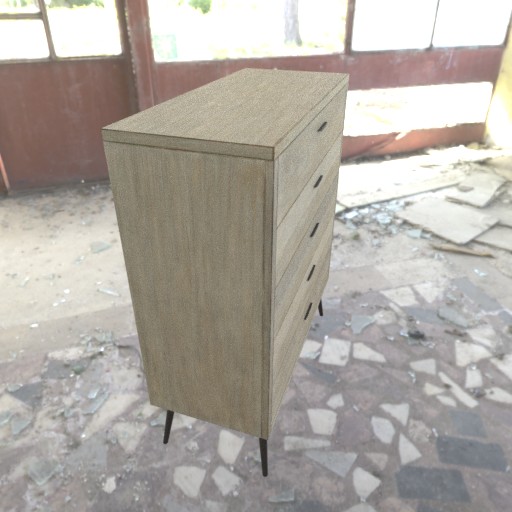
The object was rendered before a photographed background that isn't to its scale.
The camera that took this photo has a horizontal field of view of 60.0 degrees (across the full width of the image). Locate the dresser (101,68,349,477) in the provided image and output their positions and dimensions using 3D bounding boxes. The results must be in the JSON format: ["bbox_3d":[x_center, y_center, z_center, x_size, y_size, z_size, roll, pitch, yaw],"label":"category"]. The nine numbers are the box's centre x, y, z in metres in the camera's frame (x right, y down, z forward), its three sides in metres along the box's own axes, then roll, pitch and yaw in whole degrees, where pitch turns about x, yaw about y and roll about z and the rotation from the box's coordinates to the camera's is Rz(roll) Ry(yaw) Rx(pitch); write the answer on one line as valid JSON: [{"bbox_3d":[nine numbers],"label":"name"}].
[{"bbox_3d":[0.000,0.000,1.747,0.457,1.219,1.016,10,33,16],"label":"dresser"}]
